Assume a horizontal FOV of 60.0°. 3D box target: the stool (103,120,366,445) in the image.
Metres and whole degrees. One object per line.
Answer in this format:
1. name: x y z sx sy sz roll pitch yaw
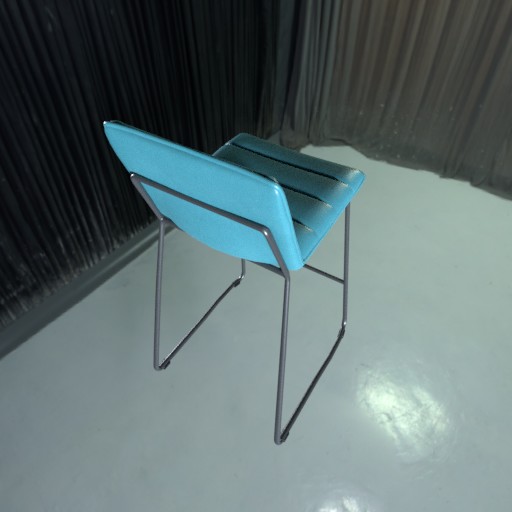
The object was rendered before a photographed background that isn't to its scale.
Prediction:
1. stool: 0.000 0.000 1.227 0.489 0.936 0.524 24 50 22
